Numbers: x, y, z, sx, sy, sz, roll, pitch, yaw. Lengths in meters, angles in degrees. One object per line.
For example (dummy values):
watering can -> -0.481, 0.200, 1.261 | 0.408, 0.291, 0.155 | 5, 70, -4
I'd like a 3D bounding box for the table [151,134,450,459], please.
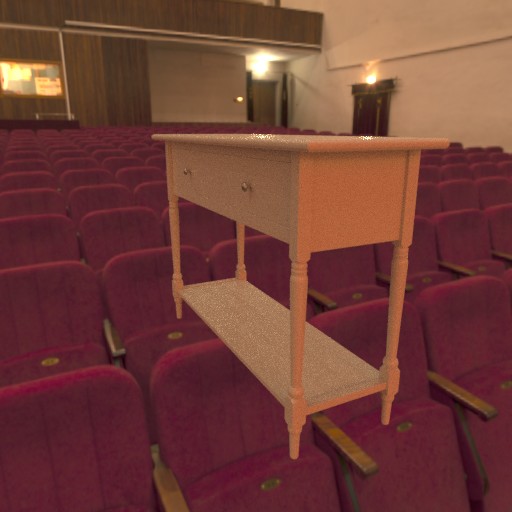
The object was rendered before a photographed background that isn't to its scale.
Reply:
table -> 0.000, 0.000, 1.542 | 0.384, 0.808, 1.197 | -8, 18, -26
